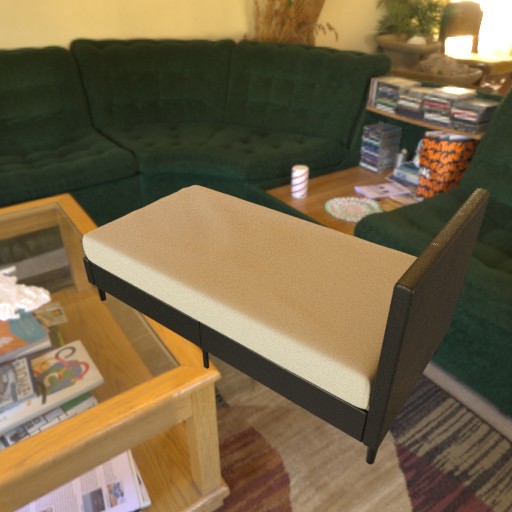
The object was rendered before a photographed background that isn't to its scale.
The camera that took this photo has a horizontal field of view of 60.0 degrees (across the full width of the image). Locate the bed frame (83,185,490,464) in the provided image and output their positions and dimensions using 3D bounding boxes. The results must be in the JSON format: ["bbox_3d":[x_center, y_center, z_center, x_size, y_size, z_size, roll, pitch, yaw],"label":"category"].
[{"bbox_3d":[0.000,0.000,2.487,2.152,1.046,1.038,22,38,31],"label":"bed frame"}]
